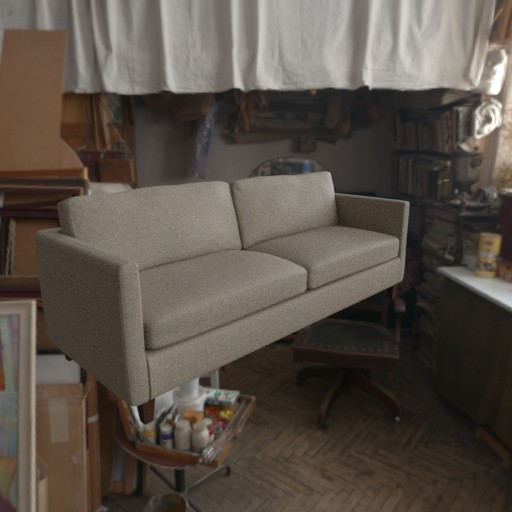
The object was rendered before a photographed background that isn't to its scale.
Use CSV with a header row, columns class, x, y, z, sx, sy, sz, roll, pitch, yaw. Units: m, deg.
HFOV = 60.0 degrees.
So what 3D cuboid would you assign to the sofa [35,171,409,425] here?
class,x,y,z,sx,sy,sz,roll,pitch,yaw
sofa,0.000,0.000,2.915,0.951,0.965,2.434,15,21,43
